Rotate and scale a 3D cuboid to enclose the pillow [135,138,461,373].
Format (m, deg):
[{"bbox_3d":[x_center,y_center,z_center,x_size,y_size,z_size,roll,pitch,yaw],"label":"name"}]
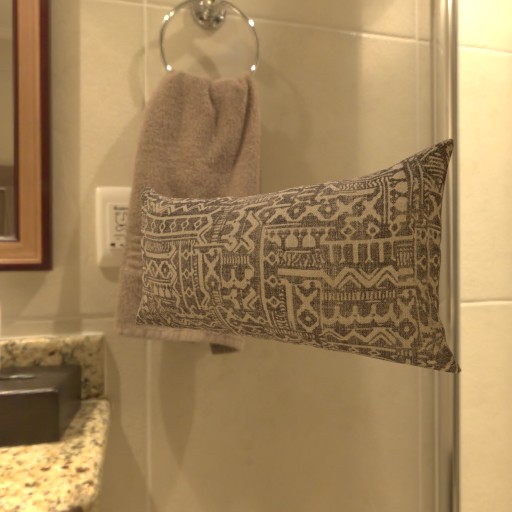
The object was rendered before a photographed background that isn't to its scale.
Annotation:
[{"bbox_3d":[0.000,0.000,0.733,0.631,0.290,0.148,0,0,38],"label":"pillow"}]
